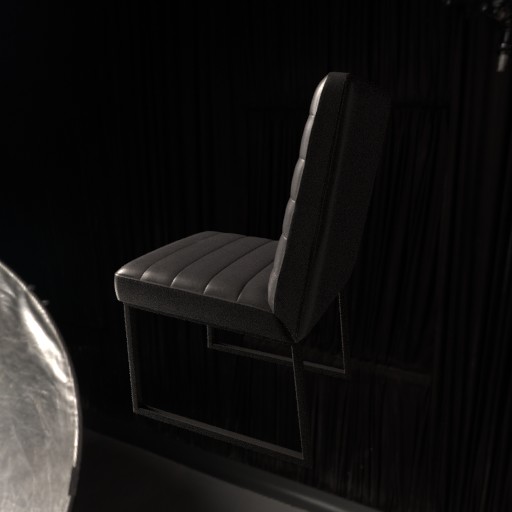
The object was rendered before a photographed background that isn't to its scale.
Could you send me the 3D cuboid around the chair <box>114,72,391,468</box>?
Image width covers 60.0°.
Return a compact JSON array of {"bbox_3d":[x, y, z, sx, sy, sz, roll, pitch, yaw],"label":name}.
[{"bbox_3d":[0.000,0.000,1.285,0.634,0.930,0.520,7,18,23],"label":"chair"}]
